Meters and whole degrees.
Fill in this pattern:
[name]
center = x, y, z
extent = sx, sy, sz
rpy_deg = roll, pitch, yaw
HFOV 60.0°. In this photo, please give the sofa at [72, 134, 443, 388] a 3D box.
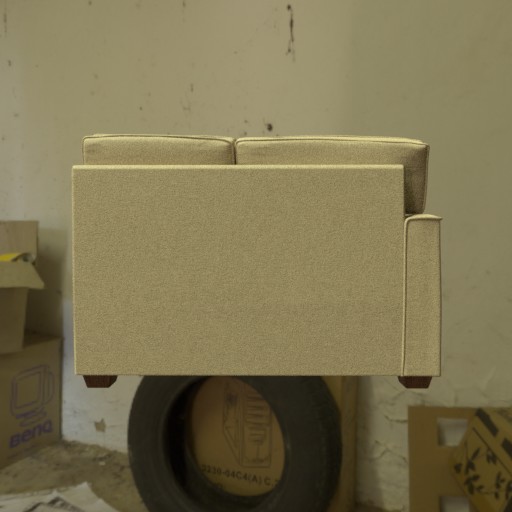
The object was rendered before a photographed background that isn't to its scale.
[sofa]
center = 0.000, 0.000, 2.098
extent = 1.388, 0.989, 0.991
rpy_deg = 0, 1, 0
